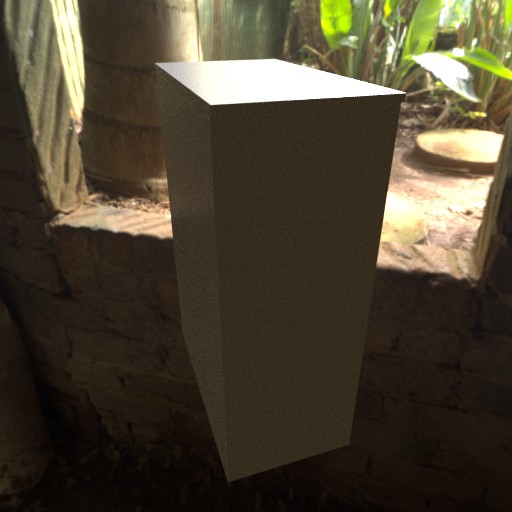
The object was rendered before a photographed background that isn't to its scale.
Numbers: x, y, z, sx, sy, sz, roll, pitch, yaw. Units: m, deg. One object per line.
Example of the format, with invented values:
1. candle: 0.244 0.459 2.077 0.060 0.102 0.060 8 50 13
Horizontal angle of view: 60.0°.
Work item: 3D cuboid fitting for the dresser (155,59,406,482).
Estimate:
1. dresser: 0.000 0.000 1.339 0.401 1.021 0.704 -9 30 -16
